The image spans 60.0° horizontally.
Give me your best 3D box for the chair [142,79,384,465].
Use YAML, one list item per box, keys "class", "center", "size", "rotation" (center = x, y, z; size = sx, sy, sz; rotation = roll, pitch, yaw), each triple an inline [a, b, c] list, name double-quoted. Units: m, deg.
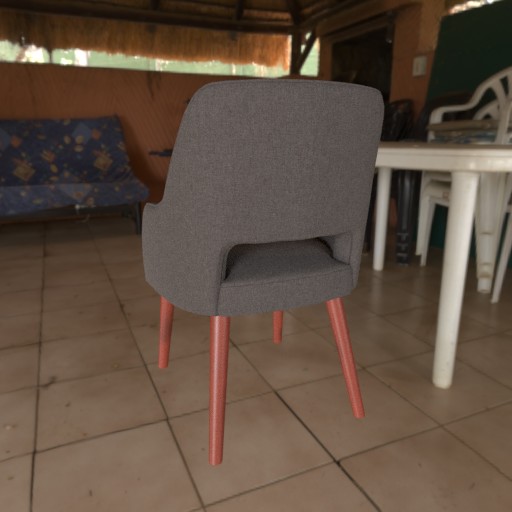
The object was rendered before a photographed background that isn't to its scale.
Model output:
- class: "chair"
  center: [0.000, 0.000, 1.201]
  size: [0.559, 0.838, 0.560]
  rotation: [-7, 17, -24]
